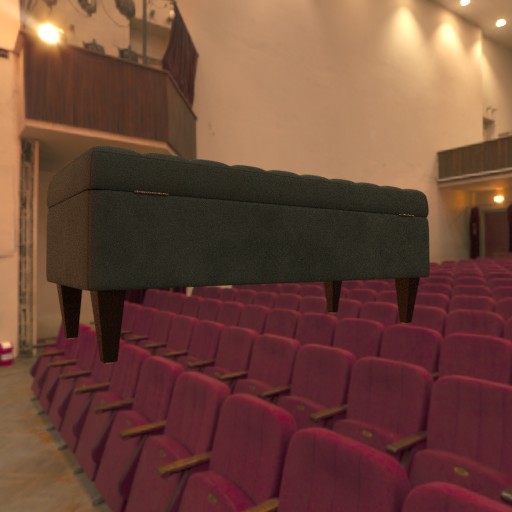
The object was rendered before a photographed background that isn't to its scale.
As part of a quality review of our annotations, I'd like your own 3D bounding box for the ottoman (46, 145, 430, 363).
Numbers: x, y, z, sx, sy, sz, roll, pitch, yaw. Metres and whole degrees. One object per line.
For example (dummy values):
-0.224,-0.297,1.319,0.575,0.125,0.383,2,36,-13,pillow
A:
0.000,0.000,1.403,1.151,0.469,0.482,0,0,-35,ottoman
